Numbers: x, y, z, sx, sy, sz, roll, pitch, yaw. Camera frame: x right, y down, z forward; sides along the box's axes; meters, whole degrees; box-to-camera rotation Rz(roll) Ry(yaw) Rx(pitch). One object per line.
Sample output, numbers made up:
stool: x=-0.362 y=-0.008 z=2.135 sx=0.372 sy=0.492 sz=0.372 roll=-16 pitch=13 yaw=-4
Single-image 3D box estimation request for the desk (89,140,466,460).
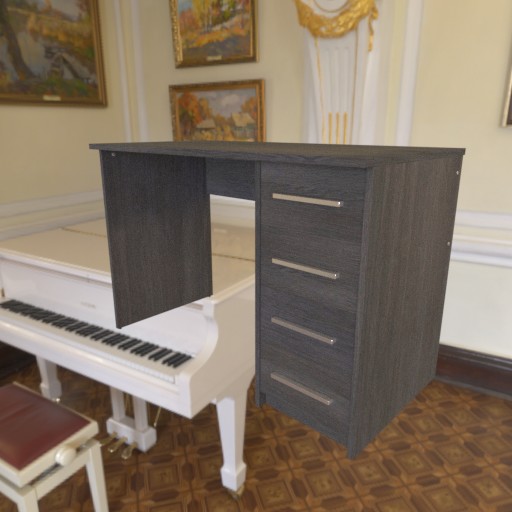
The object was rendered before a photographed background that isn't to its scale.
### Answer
desk: x=0.000 y=0.000 z=1.510 sx=1.096 sy=0.730 sz=0.560 roll=15 pitch=22 yaw=41
